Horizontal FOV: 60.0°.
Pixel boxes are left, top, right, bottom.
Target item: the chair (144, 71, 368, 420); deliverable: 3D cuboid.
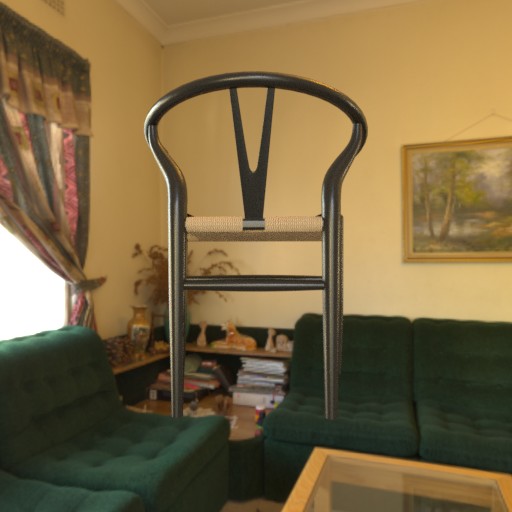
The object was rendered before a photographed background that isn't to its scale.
[{"bbox_3d":[0.000,0.000,1.165,0.570,0.739,0.570,0,-1,2],"label":"chair"}]
